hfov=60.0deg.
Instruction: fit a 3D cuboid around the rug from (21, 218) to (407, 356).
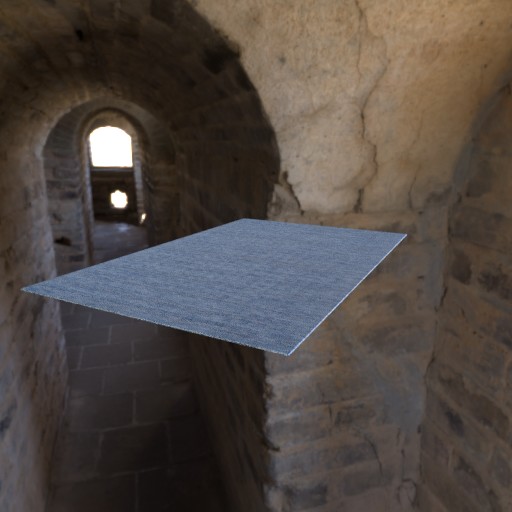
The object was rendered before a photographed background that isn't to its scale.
[{"bbox_3d":[0.000,0.000,2.212,1.142,0.006,1.752,8,17,27],"label":"rug"}]
